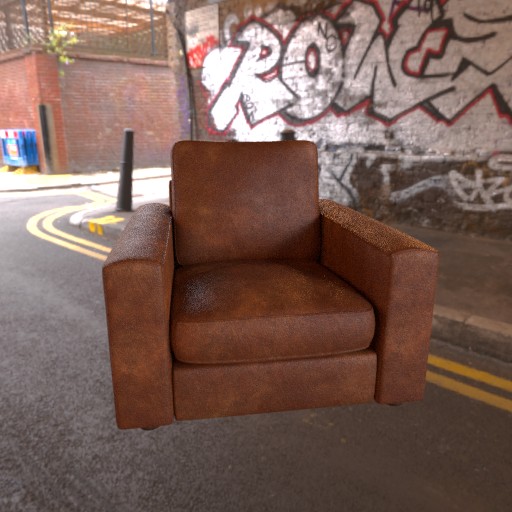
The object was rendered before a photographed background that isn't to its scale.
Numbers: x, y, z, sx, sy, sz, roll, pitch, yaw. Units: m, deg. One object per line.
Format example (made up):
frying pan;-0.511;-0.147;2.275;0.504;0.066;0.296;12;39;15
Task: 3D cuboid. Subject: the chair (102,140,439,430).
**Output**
chair;0.000;0.000;1.747;1.005;0.873;1.016;-2;16;-9
